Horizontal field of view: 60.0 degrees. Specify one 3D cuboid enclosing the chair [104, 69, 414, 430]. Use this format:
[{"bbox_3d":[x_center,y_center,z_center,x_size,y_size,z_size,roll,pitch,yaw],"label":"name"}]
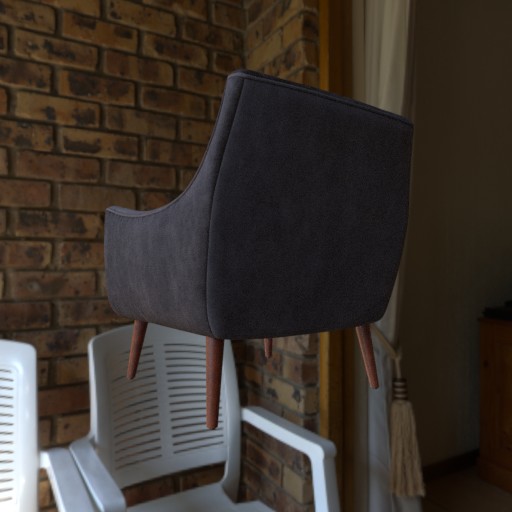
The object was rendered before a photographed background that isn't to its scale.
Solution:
[{"bbox_3d":[0.000,0.000,1.426,0.762,0.838,0.787,1,-1,-35],"label":"chair"}]
